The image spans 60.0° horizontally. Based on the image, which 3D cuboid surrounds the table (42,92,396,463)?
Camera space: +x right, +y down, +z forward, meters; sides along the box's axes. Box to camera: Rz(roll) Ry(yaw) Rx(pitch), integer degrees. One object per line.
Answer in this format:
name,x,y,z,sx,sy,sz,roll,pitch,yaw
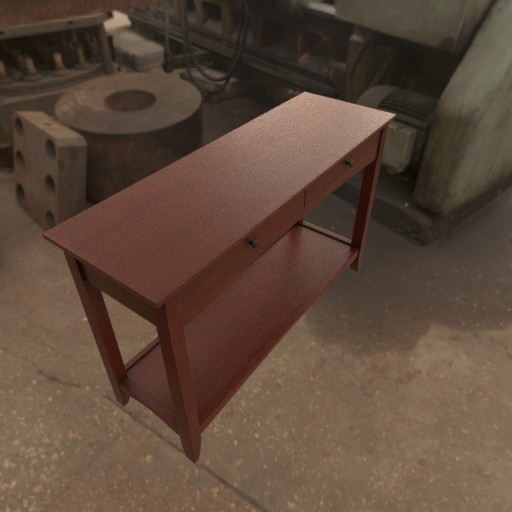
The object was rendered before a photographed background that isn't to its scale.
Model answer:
table,0.000,0.000,1.568,0.392,0.739,1.188,25,46,27
